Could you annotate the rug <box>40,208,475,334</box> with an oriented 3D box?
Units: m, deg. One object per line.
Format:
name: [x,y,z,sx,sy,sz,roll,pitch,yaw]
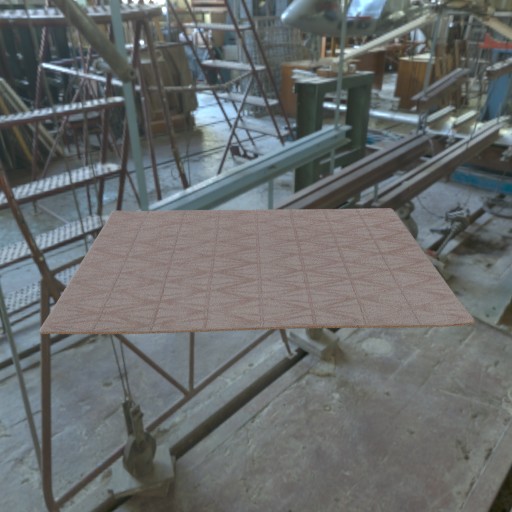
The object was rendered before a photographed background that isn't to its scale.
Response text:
rug: [0.000,0.000,2.375,1.837,0.025,1.230,-1,30,-1]
